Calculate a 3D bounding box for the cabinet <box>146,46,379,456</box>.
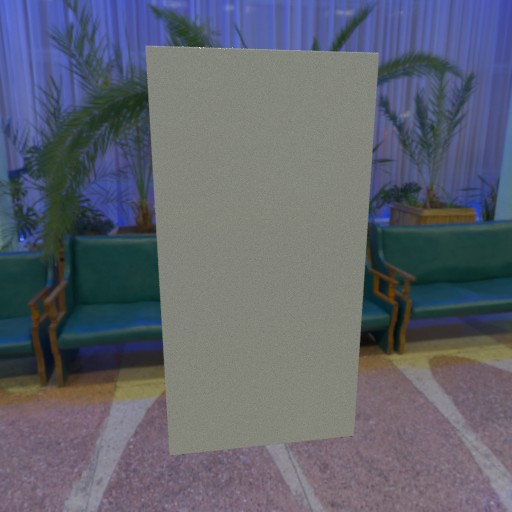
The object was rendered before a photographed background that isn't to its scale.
[{"bbox_3d":[0.000,0.000,2.357,0.980,1.920,0.580,-2,15,-9],"label":"cabinet"}]
